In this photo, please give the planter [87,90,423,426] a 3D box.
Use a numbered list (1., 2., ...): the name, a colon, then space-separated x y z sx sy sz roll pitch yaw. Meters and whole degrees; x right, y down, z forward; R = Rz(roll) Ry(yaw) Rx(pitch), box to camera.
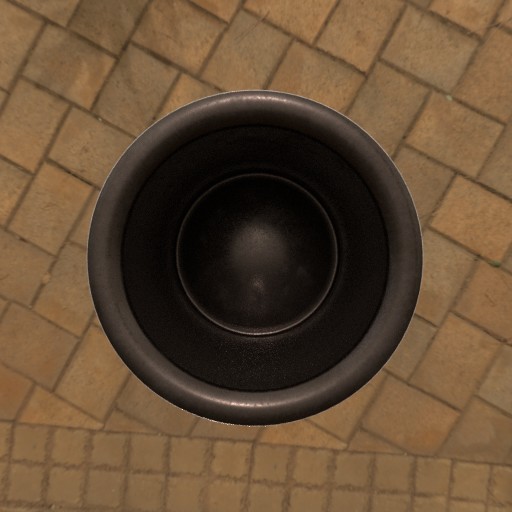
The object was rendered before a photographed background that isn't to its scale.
1. planter: 0.000 0.000 0.282 0.160 0.156 0.160 0 91 1
